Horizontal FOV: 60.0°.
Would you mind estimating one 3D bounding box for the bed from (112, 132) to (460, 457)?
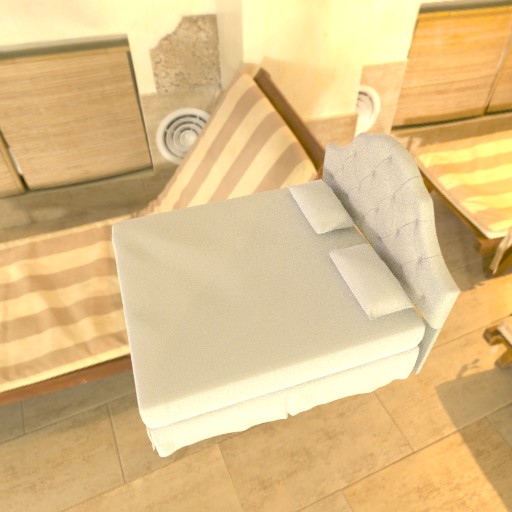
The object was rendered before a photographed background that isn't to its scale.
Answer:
[{"bbox_3d":[0.000,0.000,3.522,2.214,1.615,2.008,-13,47,-13],"label":"bed"}]
